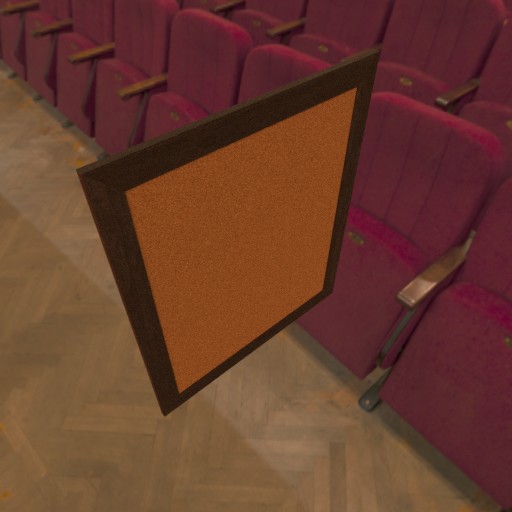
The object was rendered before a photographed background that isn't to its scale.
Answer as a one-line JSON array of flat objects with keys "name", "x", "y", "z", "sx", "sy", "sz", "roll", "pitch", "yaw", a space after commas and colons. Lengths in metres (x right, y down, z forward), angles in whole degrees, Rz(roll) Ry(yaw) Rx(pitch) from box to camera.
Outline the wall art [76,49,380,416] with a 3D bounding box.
[{"name": "wall art", "x": 0.000, "y": 0.000, "z": 0.763, "sx": 0.476, "sy": 0.570, "sz": 0.013, "roll": -32, "pitch": 54, "yaw": -27}]
